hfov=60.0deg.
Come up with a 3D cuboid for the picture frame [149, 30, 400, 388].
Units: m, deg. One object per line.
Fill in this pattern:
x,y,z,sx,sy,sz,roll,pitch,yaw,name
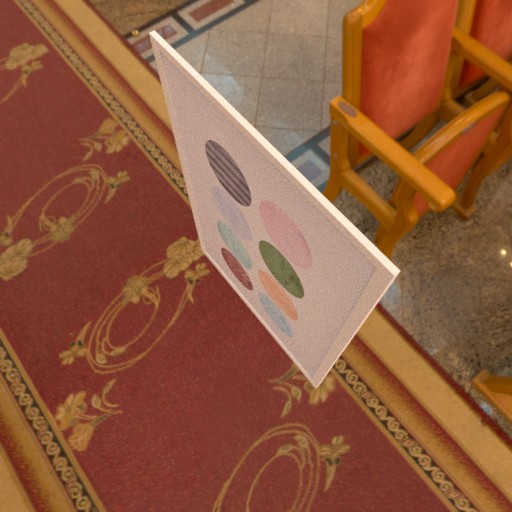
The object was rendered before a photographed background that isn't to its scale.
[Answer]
0.000,0.000,1.174,0.013,0.940,0.659,-35,69,-16,picture frame
